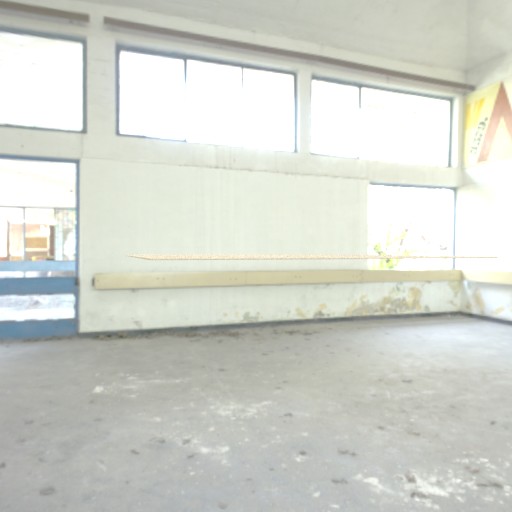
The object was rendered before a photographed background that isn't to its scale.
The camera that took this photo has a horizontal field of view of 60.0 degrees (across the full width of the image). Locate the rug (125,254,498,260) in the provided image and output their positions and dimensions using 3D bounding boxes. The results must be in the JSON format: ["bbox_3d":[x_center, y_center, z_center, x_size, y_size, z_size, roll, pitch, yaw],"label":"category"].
[{"bbox_3d":[0.000,0.000,2.259,1.220,0.007,1.828,0,0,-18],"label":"rug"}]
